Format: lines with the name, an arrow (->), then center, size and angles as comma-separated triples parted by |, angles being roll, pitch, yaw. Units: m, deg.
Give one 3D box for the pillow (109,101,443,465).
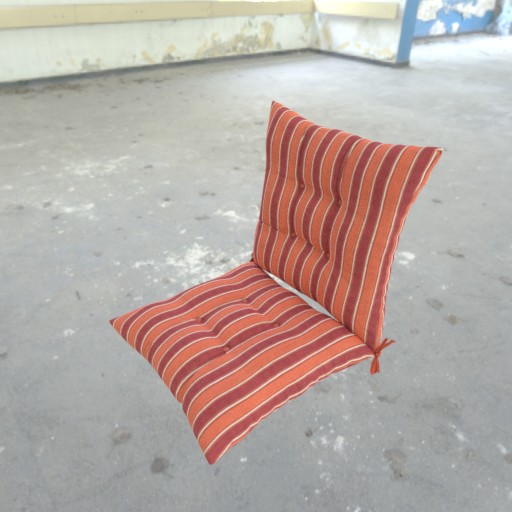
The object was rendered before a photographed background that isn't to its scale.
pillow -> 0.000, 0.000, 1.009 | 0.585, 0.536, 0.541 | -22, 38, -31
